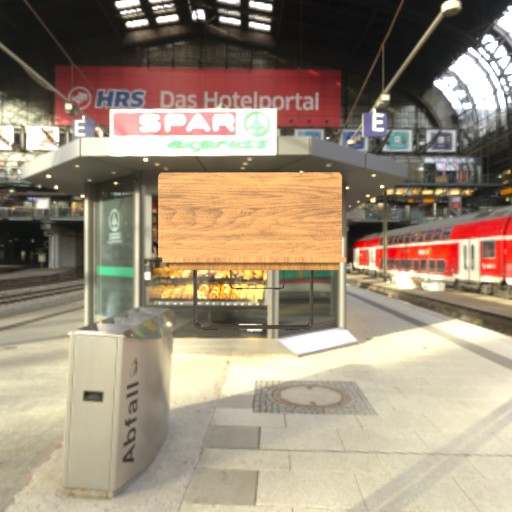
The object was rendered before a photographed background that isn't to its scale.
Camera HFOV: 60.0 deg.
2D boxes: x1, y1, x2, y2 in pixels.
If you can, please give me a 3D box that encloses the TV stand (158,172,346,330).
[{"bbox_3d":[0.000,0.000,1.998,0.467,0.415,1.796,0,0,1],"label":"TV stand"}]
